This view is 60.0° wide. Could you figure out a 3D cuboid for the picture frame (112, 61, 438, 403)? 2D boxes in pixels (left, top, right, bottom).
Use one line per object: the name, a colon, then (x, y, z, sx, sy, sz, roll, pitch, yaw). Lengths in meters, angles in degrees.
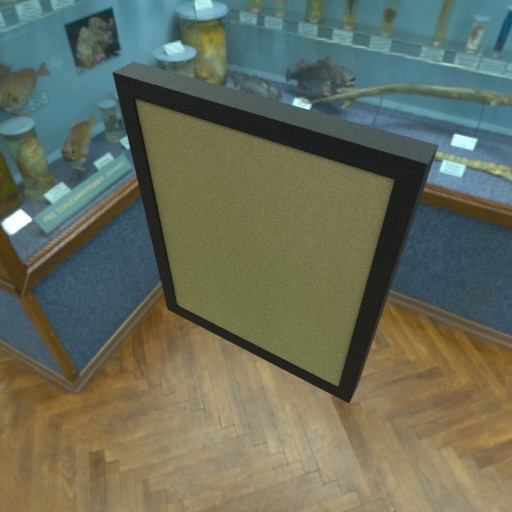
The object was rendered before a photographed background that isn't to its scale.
picture frame: (0.000, 0.000, 0.766, 0.452, 0.555, 0.044, 23, 50, 21)
